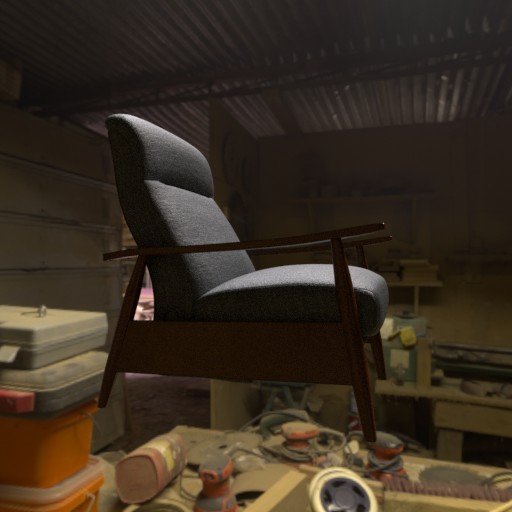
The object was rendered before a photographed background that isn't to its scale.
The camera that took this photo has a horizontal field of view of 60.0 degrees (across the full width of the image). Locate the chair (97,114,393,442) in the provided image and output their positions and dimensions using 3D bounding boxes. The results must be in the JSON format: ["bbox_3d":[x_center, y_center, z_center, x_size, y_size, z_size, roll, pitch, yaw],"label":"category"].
[{"bbox_3d":[0.000,0.000,1.779,1.030,1.082,0.762,0,-1,19],"label":"chair"}]
